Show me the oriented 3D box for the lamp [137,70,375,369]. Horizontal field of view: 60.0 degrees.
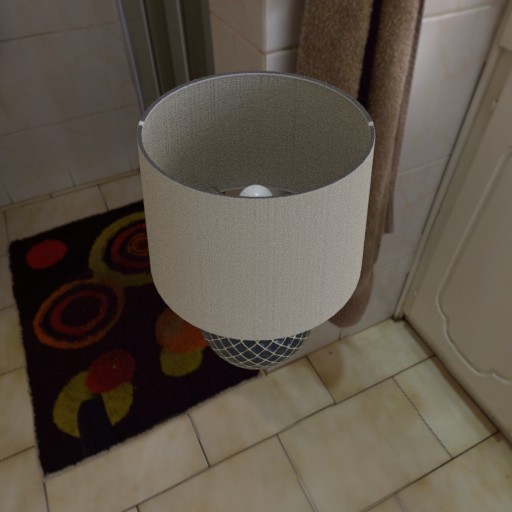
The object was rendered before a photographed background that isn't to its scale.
[{"bbox_3d":[0.000,0.000,0.810,0.376,0.540,0.376,0,47,0],"label":"lamp"}]
